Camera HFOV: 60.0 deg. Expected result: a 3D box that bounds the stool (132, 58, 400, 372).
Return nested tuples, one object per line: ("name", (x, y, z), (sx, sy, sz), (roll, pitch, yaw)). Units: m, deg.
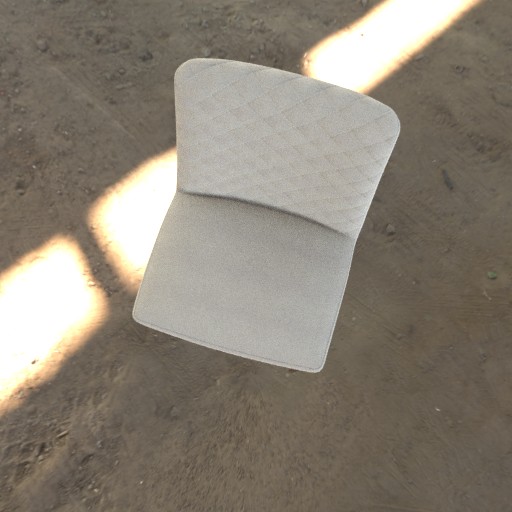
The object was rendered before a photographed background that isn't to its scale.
("stool", (0.000, 0.000, 1.286), (0.507, 0.973, 0.576), (16, 76, 4))
